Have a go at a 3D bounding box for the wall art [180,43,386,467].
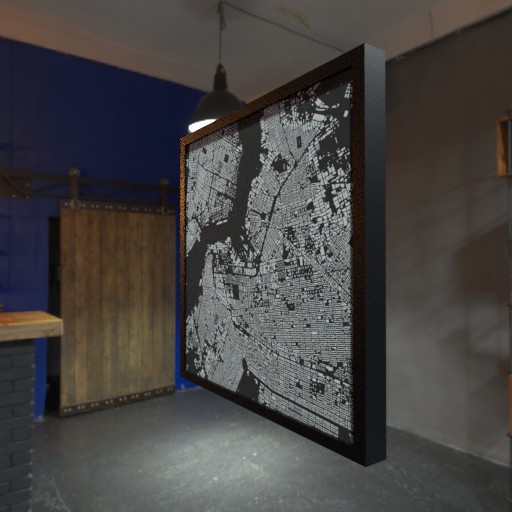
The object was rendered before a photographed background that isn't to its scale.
[{"bbox_3d":[0.000,0.000,0.746,0.038,0.506,0.506,0,-1,-35],"label":"wall art"}]
